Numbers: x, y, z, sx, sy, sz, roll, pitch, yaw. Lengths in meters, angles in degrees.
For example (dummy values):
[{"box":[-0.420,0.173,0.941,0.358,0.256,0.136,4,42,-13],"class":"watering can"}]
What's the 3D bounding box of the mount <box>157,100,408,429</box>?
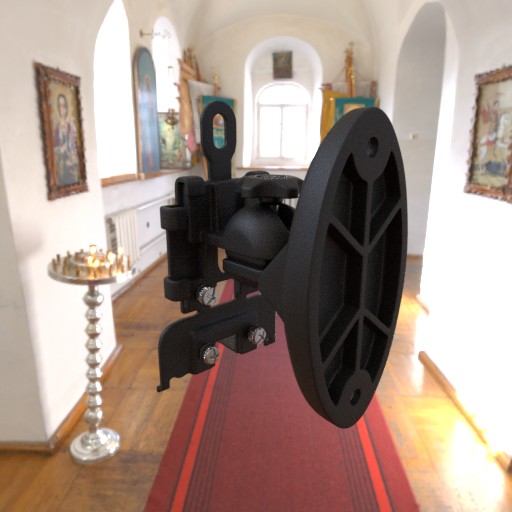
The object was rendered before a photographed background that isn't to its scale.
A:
[{"box":[0.000,0.000,0.175,0.066,0.118,0.100,-14,21,-41],"class":"mount"}]
